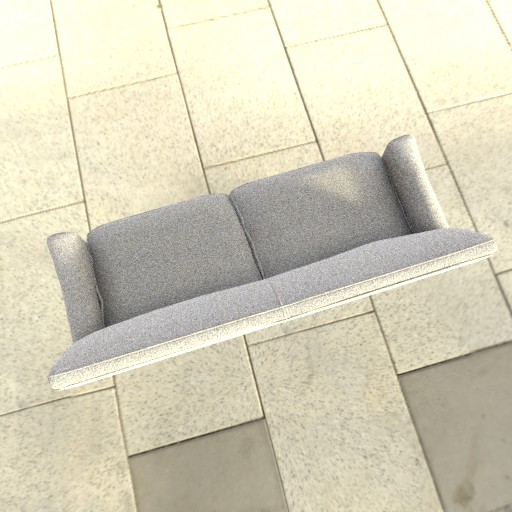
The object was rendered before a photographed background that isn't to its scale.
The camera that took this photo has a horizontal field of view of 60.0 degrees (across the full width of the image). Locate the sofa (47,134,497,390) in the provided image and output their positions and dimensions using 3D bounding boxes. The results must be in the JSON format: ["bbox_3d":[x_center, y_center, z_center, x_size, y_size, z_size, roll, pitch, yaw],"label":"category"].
[{"bbox_3d":[0.000,0.000,2.400,2.026,0.942,0.854,-17,75,-5],"label":"sofa"}]
